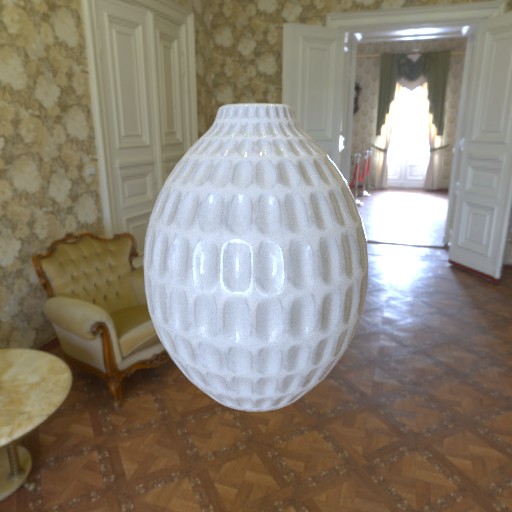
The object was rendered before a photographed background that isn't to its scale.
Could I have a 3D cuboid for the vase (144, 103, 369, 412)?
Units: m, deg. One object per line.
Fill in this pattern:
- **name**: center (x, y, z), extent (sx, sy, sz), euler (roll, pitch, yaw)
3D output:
- **vase**: center (0.000, 0.000, 0.259), extent (0.128, 0.167, 0.128), euler (0, 16, 0)
